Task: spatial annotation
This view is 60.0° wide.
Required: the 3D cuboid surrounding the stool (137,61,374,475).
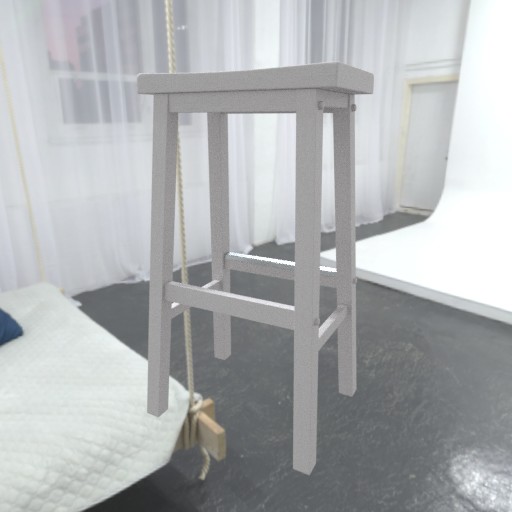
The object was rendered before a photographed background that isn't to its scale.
[{"bbox_3d":[0.000,0.000,0.971,0.406,0.742,0.322,9,19,27],"label":"stool"}]
